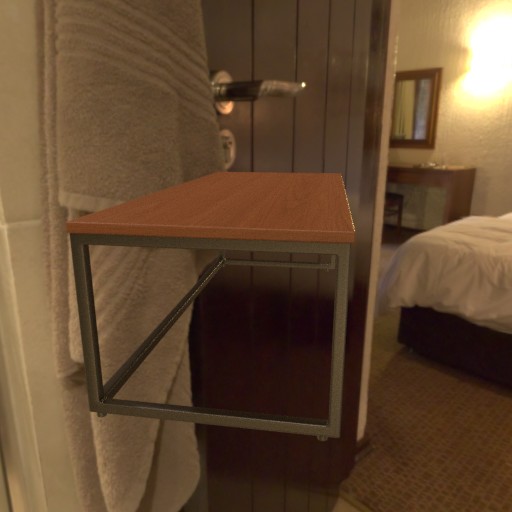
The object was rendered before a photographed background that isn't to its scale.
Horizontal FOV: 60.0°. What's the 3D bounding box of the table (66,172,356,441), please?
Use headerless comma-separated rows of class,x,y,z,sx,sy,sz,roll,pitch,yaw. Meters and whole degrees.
table,0.000,0.000,1.316,0.500,0.400,1.100,2,16,9
